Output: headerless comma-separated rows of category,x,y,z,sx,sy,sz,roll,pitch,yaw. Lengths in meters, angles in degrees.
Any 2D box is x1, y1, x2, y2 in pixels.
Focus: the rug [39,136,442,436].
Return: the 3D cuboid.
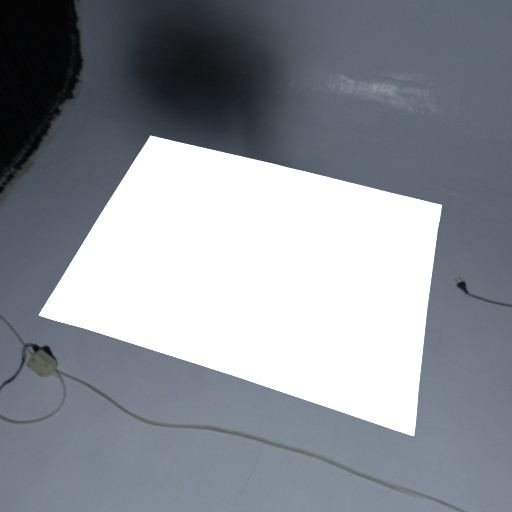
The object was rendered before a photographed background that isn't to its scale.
rug,0.000,0.000,3.683,2.869,0.038,2.032,15,60,9
